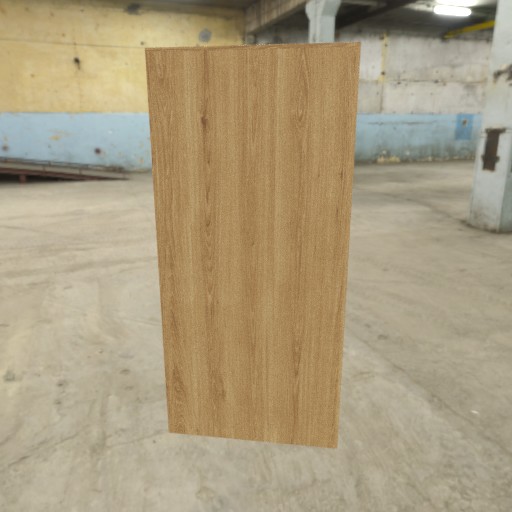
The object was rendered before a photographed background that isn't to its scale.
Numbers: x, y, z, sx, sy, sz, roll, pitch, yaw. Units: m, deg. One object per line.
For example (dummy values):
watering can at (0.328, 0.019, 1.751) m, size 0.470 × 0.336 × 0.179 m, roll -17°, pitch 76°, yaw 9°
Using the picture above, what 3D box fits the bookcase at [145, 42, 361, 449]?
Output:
bookcase at (0.000, 0.000, 2.397) m, size 0.950 × 2.020 × 0.420 m, roll 2°, pitch 16°, yaw 8°
